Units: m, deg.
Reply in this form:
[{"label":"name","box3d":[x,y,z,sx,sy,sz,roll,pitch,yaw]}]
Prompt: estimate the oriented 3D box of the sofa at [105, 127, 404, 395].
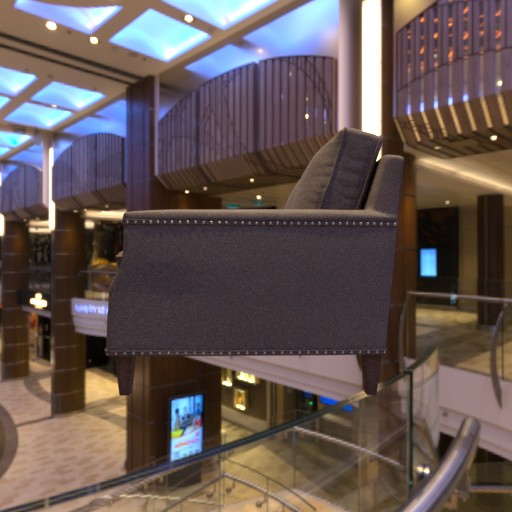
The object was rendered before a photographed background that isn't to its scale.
[{"label":"sofa","box3d":[0.000,0.000,2.331,1.084,1.003,1.597,0,0,0]}]
